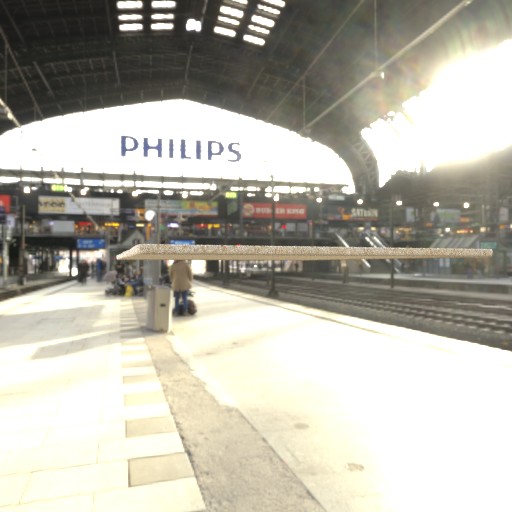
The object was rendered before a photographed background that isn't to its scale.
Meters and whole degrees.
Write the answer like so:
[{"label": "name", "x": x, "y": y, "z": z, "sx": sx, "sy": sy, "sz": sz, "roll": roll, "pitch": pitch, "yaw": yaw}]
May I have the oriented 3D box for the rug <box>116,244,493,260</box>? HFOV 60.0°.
[{"label": "rug", "x": 0.000, "y": 0.000, "z": 2.080, "sx": 1.200, "sy": 0.027, "sz": 1.600, "roll": 0, "pitch": -1, "yaw": -19}]
